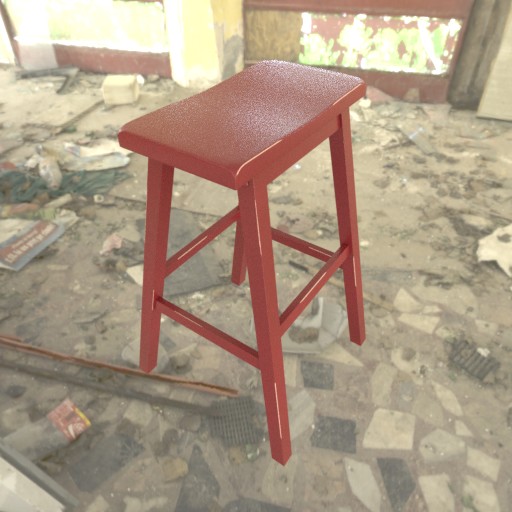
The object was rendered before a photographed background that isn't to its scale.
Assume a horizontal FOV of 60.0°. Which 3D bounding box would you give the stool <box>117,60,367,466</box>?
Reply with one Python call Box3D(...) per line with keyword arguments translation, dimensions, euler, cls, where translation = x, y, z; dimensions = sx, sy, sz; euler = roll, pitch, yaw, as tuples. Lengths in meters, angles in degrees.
Box3D(translation=(0.000, 0.000, 1.037), dimensions=(0.476, 0.737, 0.457), euler=(24, 46, 26), cls="stool")
